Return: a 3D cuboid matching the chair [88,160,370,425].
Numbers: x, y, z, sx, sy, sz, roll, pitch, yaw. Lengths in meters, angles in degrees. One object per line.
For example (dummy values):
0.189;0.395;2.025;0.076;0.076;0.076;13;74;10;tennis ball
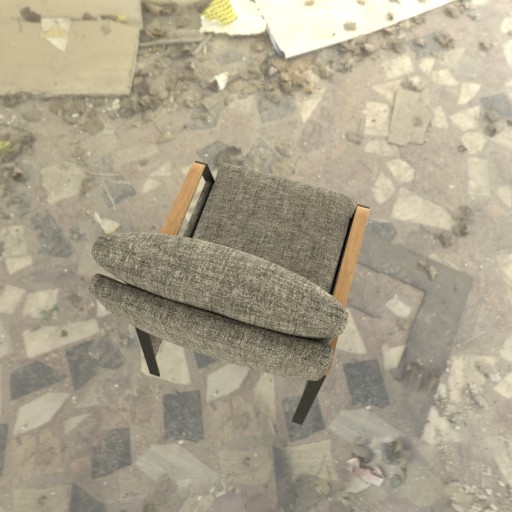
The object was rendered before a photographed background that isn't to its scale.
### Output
0.000;0.000;1.551;0.671;1.042;0.868;16;66;7;chair
